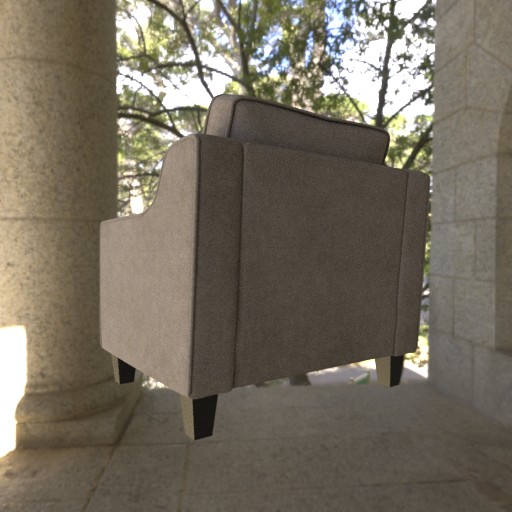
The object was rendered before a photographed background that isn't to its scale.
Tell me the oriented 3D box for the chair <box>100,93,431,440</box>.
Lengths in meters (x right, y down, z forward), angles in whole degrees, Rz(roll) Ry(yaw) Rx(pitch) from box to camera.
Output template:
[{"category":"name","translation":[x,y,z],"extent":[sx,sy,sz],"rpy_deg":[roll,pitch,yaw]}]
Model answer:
[{"category":"chair","translation":[0.000,0.000,1.639],"extent":[0.926,0.944,0.840],"rpy_deg":[0,1,-35]}]
